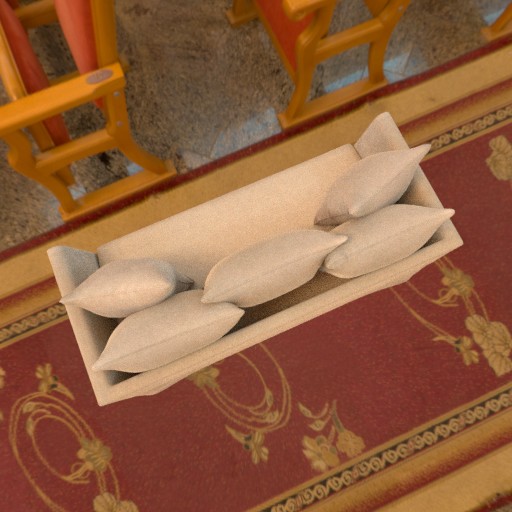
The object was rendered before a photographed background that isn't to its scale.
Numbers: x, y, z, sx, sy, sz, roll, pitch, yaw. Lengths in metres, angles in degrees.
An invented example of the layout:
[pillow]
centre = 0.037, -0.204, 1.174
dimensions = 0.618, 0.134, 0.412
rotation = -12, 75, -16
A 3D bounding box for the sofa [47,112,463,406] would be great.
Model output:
[sofa]
centre = 0.000, 0.000, 2.832
dimensions = 2.290, 1.034, 1.031
rotation = -23, 77, -6
